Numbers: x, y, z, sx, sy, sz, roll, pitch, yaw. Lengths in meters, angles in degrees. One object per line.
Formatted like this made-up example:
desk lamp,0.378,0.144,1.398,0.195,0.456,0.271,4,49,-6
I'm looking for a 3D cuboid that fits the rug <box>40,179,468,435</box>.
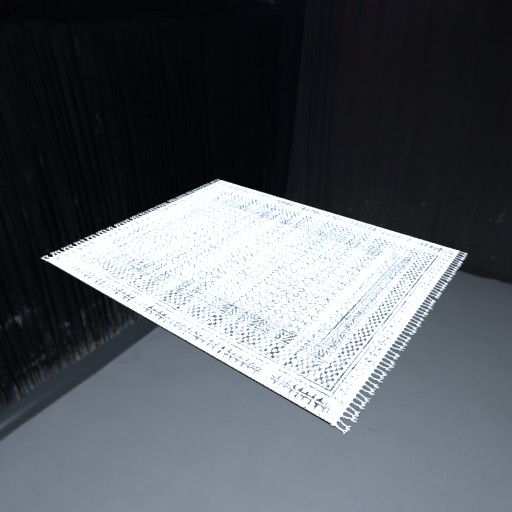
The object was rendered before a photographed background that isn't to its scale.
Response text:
rug,0.000,0.000,3.838,2.940,0.013,2.312,21,37,31
